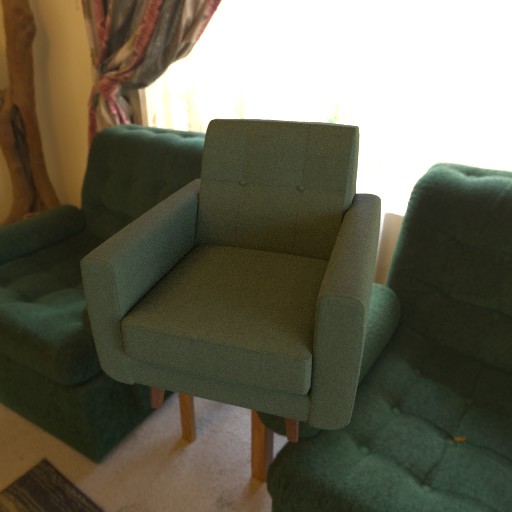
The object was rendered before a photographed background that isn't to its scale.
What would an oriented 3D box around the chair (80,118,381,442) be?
[{"bbox_3d":[0.000,0.000,1.597,0.831,0.841,0.909,8,27,15],"label":"chair"}]
